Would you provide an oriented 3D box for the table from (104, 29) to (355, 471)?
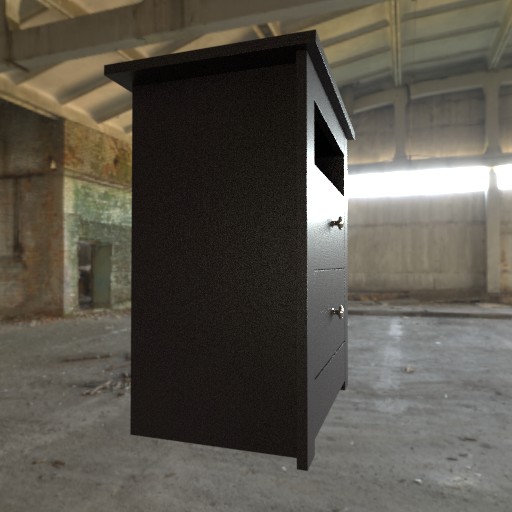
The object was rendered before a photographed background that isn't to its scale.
[{"bbox_3d":[0.000,0.000,1.043,0.408,0.711,0.589,0,-1,18],"label":"table"}]
